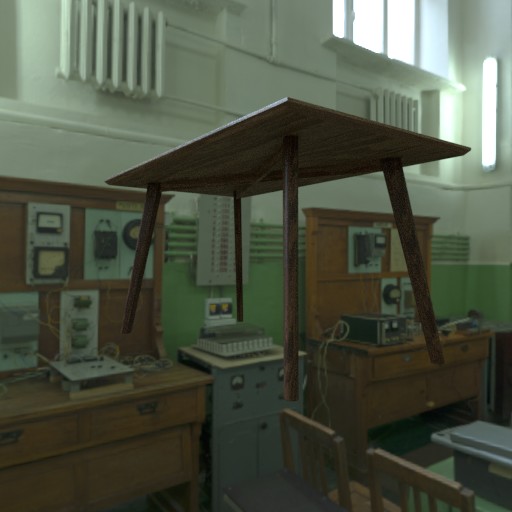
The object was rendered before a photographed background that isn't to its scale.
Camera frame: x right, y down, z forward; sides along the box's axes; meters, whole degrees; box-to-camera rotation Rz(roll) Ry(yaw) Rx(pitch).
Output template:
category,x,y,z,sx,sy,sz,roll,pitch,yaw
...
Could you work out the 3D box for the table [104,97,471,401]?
category,x,y,z,sx,sy,sz,roll,pitch,yaw
table,0.000,0.000,1.792,0.801,0.724,1.349,0,0,-36
